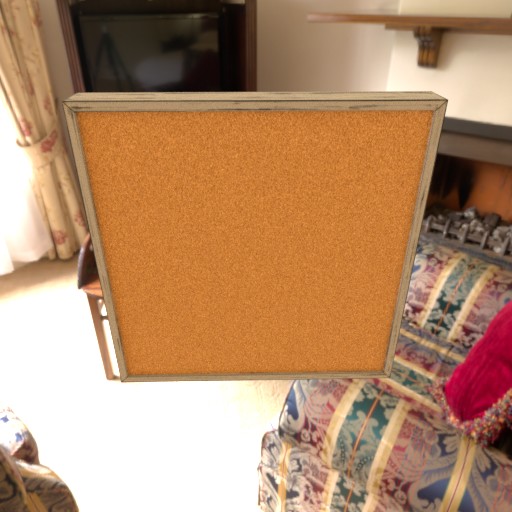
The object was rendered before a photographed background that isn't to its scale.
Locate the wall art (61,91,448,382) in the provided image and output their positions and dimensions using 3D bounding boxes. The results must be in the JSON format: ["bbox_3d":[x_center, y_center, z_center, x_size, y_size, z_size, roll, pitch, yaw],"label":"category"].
[{"bbox_3d":[0.000,0.000,0.439,0.303,0.303,0.036,-1,30,-1],"label":"wall art"}]
